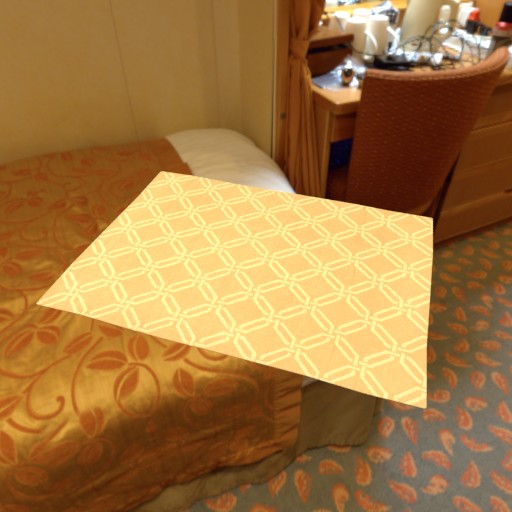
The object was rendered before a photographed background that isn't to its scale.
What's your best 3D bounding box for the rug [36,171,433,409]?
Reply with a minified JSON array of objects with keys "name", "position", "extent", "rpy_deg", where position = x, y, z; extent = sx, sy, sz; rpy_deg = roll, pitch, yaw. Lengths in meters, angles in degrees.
[{"name":"rug","position":[0.000,0.000,4.429],"extent":[3.365,0.020,2.452],"rpy_deg":[12,42,13]}]
